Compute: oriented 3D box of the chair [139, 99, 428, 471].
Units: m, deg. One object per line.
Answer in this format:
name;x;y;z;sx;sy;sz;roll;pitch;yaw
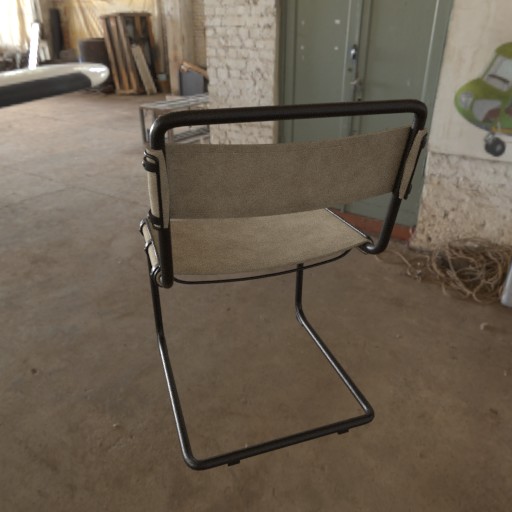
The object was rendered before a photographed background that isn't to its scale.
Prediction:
chair;0.000;0.000;1.042;0.499;0.747;0.497;-9;28;-16
